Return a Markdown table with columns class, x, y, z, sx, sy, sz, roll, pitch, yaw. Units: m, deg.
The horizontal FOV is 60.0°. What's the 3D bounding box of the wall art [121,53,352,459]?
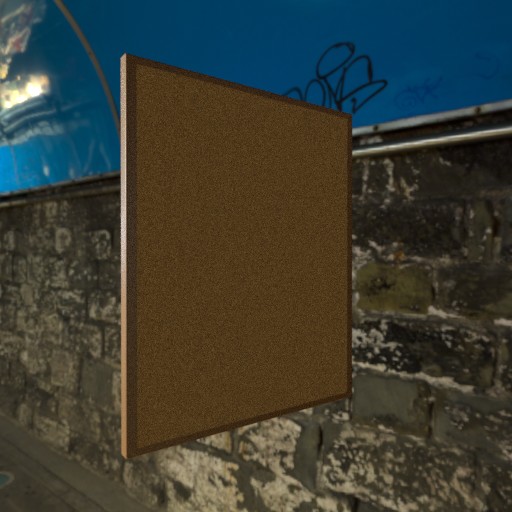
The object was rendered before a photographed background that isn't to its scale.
| class | x | y | z | sx | sy | sz | roll | pitch | yaw |
| --- | --- | --- | --- | --- | --- | --- | --- | --- | --- |
| wall art | 0.000 | 0.000 | 0.738 | 0.449 | 0.550 | 0.021 | 0 | 0 | -36 |
